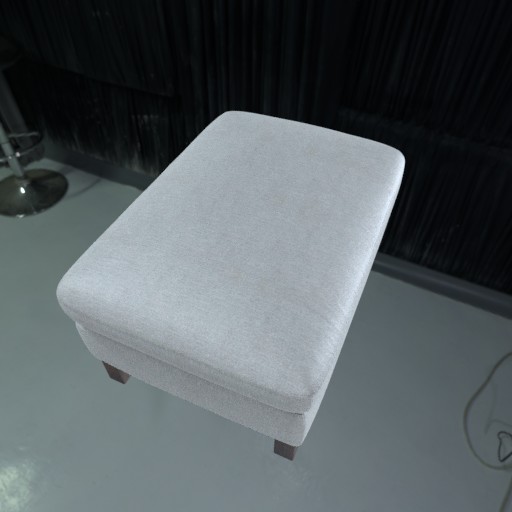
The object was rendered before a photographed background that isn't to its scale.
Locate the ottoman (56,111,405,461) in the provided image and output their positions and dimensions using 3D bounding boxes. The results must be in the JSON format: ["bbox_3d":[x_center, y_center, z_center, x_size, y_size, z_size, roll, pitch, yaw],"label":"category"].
[{"bbox_3d":[0.000,0.000,1.055,0.528,0.404,0.735,18,50,16],"label":"ottoman"}]
